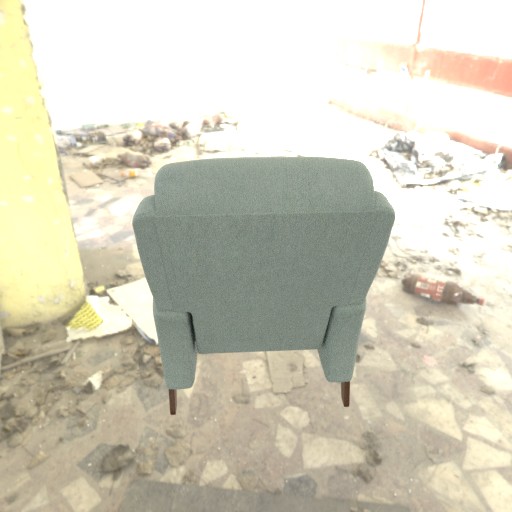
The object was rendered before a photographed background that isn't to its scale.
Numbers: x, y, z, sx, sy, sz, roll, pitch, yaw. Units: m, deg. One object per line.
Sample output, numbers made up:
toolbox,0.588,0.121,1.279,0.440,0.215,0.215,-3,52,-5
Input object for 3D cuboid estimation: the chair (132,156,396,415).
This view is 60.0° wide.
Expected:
chair,0.000,0.000,1.812,0.785,1.067,0.988,-2,31,-3
